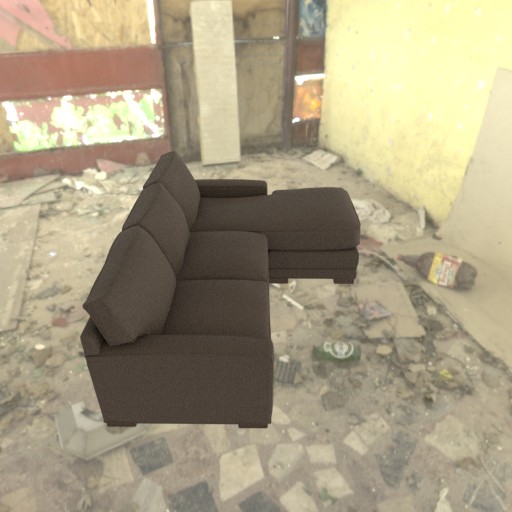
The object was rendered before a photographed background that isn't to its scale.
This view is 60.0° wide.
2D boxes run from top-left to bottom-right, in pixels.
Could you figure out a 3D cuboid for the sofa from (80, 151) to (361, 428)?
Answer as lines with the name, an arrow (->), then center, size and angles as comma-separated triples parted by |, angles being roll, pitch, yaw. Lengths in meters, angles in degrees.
sofa -> 0.000, 0.000, 3.369 | 1.790, 0.973, 2.370 | 0, 32, 0
